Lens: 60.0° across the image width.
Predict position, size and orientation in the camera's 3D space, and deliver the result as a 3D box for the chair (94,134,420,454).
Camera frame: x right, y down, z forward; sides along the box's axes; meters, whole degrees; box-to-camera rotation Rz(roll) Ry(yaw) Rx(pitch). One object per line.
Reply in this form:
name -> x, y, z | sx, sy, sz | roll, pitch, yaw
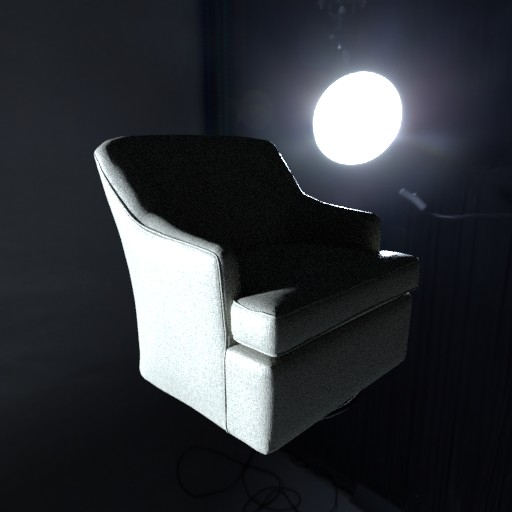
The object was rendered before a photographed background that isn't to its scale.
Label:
chair -> 0.000, 0.000, 1.614 | 0.864, 0.856, 0.923 | -14, 21, -43
